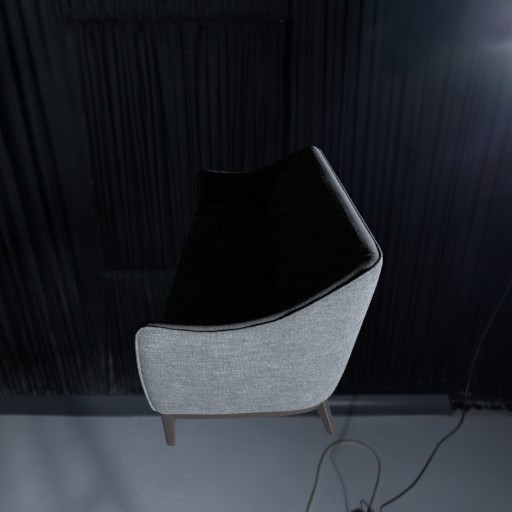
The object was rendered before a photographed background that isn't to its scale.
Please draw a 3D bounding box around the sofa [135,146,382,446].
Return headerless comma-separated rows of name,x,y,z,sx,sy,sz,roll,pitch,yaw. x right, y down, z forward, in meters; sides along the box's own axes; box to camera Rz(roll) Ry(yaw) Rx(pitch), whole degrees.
sofa,0.000,0.000,2.397,0.867,0.829,1.928,0,26,-1
